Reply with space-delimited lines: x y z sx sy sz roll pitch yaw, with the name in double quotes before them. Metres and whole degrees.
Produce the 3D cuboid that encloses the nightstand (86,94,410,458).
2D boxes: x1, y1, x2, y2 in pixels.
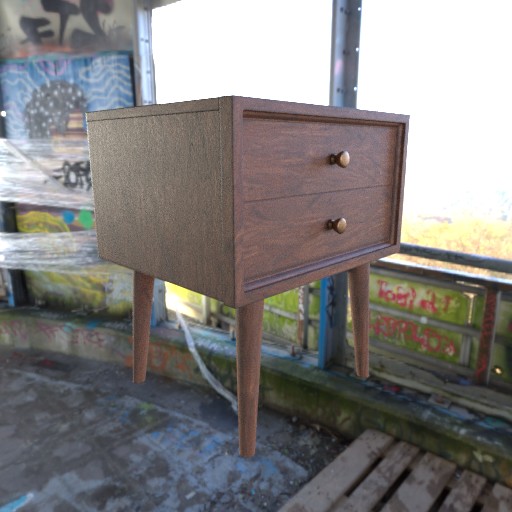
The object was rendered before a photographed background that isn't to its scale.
"nightstand" 0.000 0.000 0.987 0.445 0.607 0.521 13 19 43
